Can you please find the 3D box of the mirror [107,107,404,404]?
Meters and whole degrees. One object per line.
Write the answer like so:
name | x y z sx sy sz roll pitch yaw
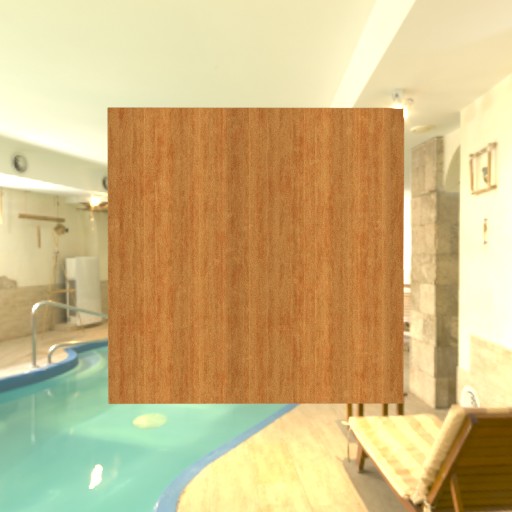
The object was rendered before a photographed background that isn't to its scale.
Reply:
mirror | 0.000 0.000 0.998 0.651 0.651 0.047 0 0 0
